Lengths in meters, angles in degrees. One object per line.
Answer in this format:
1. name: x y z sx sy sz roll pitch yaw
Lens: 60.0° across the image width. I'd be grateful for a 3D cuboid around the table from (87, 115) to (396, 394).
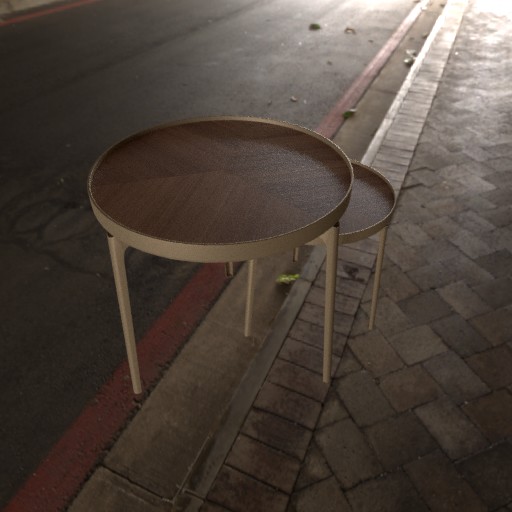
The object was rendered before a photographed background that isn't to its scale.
1. table: 0.000 0.000 1.119 0.751 0.555 0.532 -23 45 -26
